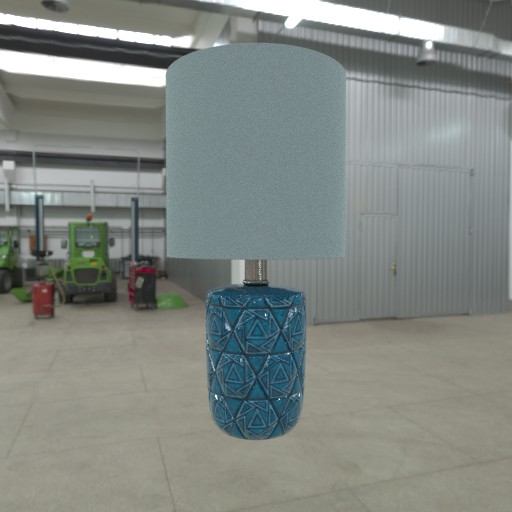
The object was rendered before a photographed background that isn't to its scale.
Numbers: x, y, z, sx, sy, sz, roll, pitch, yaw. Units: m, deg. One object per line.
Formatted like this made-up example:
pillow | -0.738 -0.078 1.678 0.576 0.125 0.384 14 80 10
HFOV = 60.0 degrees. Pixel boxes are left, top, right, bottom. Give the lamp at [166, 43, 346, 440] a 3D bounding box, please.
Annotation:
lamp | 0.000 0.000 0.488 0.193 0.377 0.193 1 2 37
